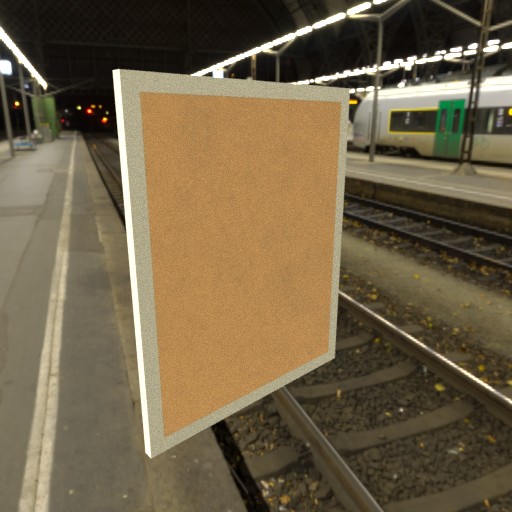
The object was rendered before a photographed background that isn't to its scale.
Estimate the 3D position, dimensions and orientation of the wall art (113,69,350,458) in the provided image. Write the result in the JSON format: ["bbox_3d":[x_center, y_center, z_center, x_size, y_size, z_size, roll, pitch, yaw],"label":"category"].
[{"bbox_3d":[0.000,0.000,1.103,0.661,0.811,0.026,-15,22,-40],"label":"wall art"}]
